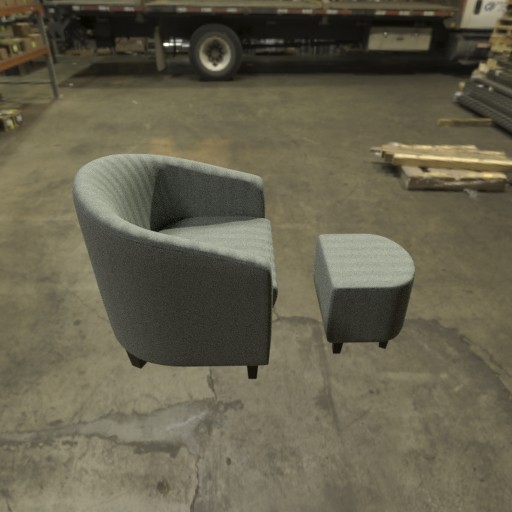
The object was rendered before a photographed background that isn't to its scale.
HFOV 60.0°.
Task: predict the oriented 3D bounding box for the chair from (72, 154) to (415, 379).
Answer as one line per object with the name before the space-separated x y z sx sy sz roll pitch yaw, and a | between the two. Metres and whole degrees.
chair | 0.000 0.000 1.799 1.288 0.757 0.756 -1 33 -1
